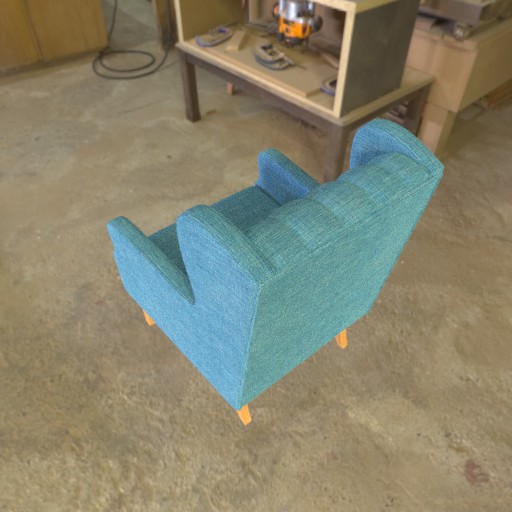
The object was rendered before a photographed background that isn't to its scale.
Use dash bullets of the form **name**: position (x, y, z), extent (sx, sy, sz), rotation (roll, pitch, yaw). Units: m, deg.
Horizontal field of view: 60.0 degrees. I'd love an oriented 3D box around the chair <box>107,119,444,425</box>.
- **chair**: position (0.000, 0.000, 1.502), extent (0.711, 0.952, 0.775), rotation (-30, 53, -26)
